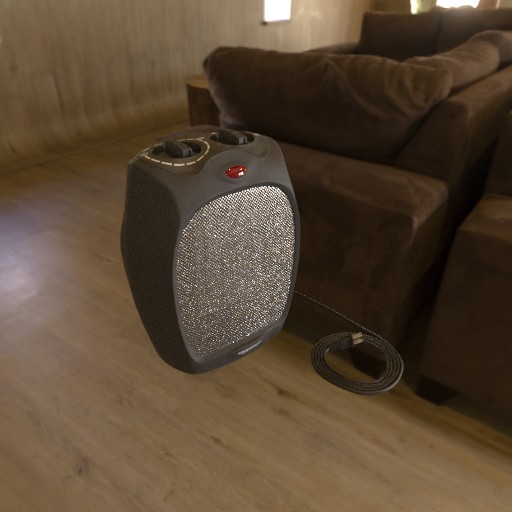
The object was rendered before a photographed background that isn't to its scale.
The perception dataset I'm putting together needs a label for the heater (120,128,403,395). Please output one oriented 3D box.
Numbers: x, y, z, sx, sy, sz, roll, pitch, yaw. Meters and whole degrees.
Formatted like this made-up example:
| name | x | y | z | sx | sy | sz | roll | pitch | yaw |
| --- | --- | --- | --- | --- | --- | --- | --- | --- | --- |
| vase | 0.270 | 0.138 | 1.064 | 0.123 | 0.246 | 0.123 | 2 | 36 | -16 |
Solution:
| name | x | y | z | sx | sy | sz | roll | pitch | yaw |
| --- | --- | --- | --- | --- | --- | --- | --- | --- | --- |
| heater | 0.000 | 0.000 | 0.467 | 0.239 | 0.240 | 0.291 | -22 | 37 | -32 |
